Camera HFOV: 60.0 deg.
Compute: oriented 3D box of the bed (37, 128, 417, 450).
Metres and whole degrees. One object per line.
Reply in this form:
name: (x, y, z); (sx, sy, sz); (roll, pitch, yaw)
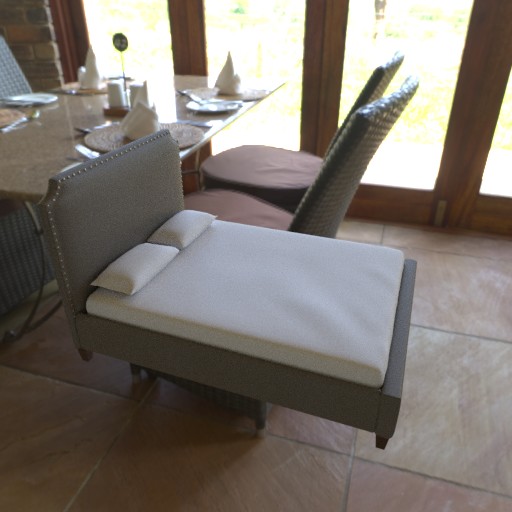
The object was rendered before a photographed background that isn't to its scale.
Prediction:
bed: (0.000, 0.000, 3.399); (2.372, 1.443, 1.712); (10, 31, 18)
